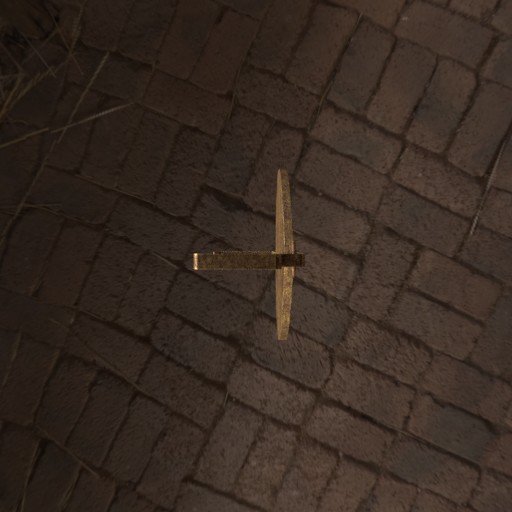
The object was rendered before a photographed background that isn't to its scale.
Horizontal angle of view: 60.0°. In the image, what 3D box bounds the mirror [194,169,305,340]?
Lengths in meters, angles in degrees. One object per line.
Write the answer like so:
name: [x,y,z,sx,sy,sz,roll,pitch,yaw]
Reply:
mirror: [0.000,0.000,0.912,0.144,0.744,0.405,0,91,1]
